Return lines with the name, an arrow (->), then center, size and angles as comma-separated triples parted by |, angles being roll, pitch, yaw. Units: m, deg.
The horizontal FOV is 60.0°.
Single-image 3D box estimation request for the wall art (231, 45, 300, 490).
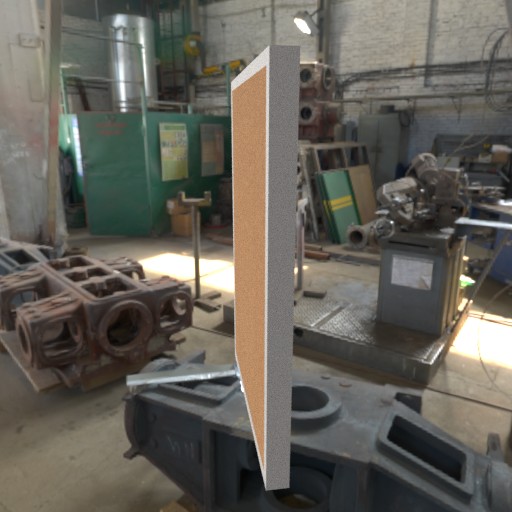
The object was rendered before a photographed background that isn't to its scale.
wall art -> 0.000, 0.000, 0.547 | 0.025, 0.428, 0.293 | -2, 16, -9
